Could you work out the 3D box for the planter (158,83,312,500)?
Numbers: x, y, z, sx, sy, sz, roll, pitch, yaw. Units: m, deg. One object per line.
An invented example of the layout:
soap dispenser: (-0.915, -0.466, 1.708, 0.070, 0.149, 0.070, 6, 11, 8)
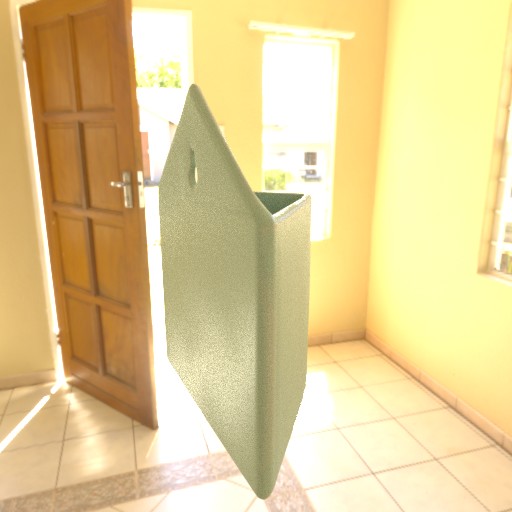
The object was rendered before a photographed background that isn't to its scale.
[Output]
planter: (0.000, 0.000, 0.275, 0.079, 0.197, 0.164, -7, 16, -26)
